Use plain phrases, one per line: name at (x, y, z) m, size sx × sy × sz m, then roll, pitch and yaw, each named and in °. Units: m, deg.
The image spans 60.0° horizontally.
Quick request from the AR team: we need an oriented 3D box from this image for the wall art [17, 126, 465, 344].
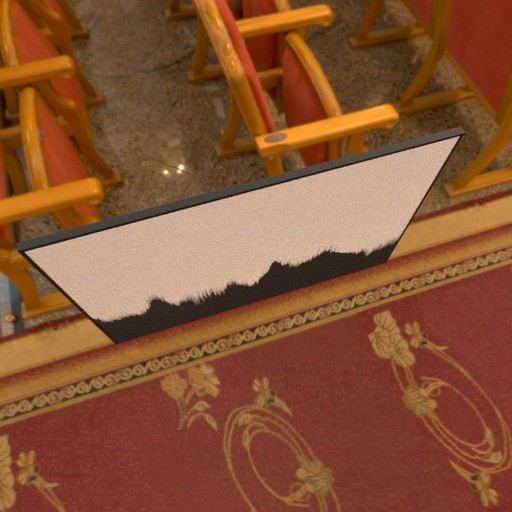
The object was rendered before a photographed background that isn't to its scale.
wall art at (0.000, 0.000, 1.206) m, size 0.957 × 0.660 × 0.019 m, roll -16°, pitch 65°, yaw -8°
